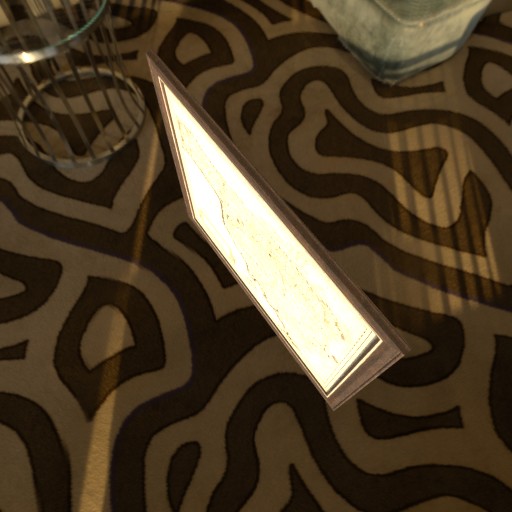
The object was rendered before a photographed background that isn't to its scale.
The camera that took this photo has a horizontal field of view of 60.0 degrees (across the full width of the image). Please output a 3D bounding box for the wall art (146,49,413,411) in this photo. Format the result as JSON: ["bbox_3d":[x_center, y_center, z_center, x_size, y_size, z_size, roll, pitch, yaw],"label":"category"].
[{"bbox_3d":[0.000,0.000,1.444,0.023,0.875,1.033,-32,68,-15],"label":"wall art"}]
